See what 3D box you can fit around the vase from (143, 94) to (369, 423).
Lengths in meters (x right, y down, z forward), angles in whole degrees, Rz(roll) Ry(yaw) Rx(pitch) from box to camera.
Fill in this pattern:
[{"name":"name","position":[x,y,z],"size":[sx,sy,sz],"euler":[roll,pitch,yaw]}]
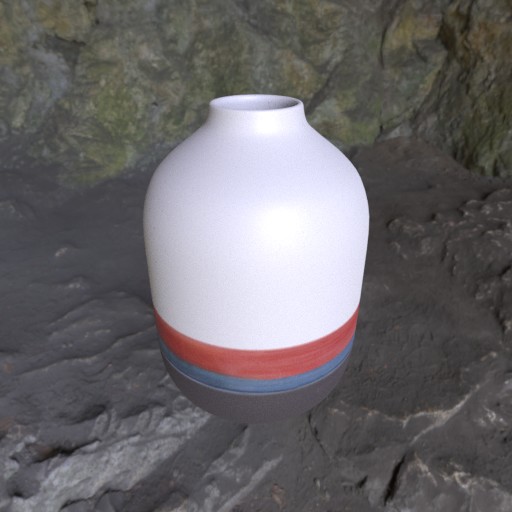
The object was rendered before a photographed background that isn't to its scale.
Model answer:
[{"name":"vase","position":[0.000,0.000,0.355],"size":[0.169,0.237,0.169],"euler":[0,29,0]}]
